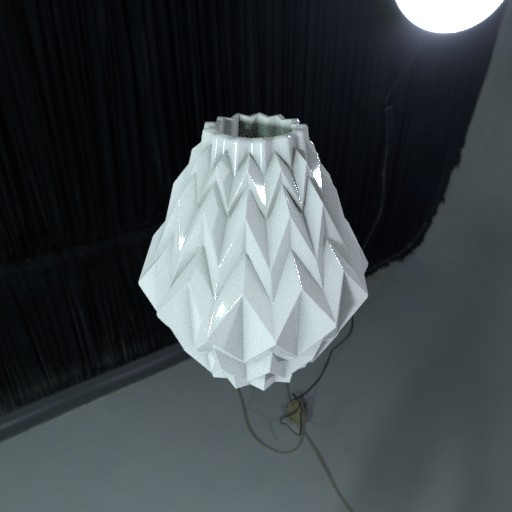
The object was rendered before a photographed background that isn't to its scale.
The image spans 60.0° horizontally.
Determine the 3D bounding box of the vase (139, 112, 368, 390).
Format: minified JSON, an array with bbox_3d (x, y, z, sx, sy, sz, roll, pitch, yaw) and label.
[{"bbox_3d":[0.000,0.000,0.316,0.164,0.185,0.164,0,31,0],"label":"vase"}]
